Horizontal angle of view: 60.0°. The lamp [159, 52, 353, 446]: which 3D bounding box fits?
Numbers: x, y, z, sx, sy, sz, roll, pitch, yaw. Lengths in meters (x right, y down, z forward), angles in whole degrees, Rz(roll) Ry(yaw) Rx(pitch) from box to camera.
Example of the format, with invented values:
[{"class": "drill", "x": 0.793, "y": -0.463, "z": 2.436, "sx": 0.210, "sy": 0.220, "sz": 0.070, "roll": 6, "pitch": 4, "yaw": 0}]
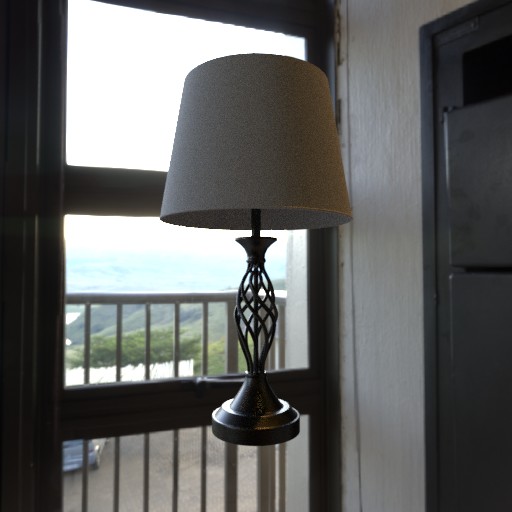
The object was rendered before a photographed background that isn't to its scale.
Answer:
[{"class": "lamp", "x": 0.000, "y": 0.000, "z": 0.771, "sx": 0.331, "sy": 0.594, "sz": 0.331, "roll": 0, "pitch": -2, "yaw": 0}]
